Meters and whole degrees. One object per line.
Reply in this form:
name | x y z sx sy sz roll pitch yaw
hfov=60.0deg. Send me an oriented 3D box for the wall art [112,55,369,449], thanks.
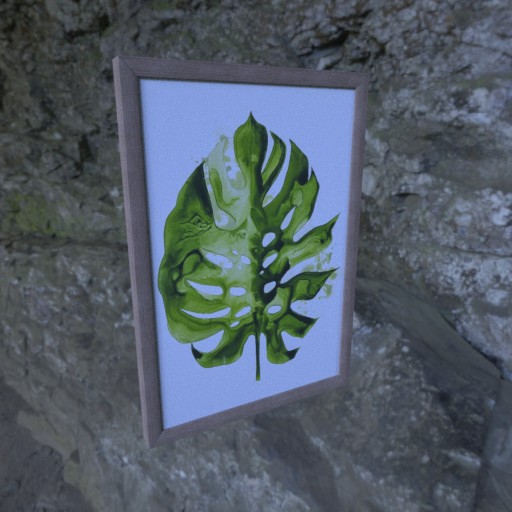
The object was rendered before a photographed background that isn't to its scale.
wall art | 0.000 0.000 0.644 0.356 0.509 0.031 -8 18 -27
